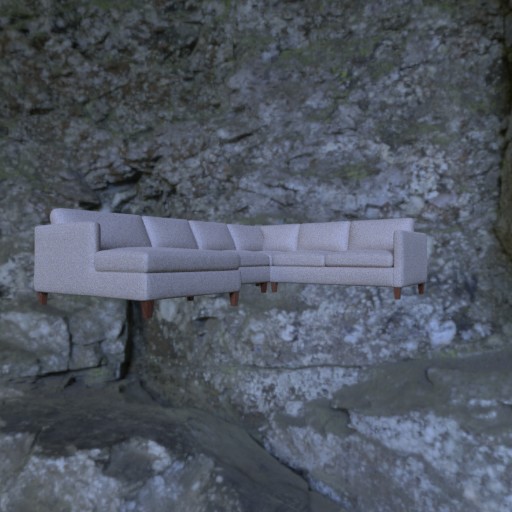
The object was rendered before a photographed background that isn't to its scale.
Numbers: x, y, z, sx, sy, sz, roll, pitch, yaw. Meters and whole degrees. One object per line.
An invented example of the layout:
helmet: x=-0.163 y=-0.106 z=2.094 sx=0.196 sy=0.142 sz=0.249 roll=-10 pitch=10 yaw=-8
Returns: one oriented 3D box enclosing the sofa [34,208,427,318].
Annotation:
sofa: x=0.000 y=0.000 z=4.590 sx=2.551 sy=0.889 sz=3.403 roll=0 pitch=0 yaw=37
